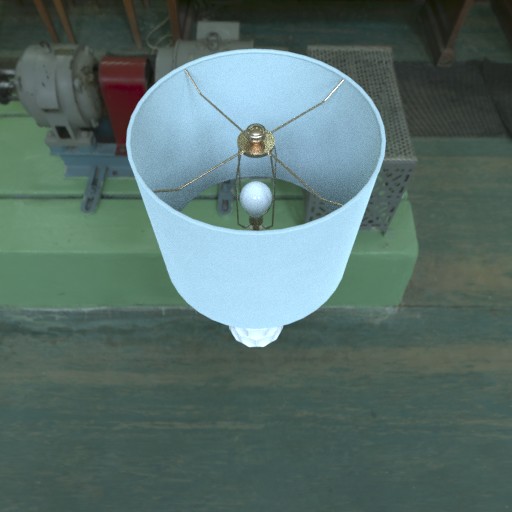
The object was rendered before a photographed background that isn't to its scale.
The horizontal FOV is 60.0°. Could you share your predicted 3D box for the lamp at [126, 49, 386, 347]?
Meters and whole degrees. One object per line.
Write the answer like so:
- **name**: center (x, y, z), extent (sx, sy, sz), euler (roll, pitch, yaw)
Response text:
- **lamp**: center (0.000, 0.000, 0.705), extent (0.277, 0.534, 0.277), euler (-1, 59, -1)
